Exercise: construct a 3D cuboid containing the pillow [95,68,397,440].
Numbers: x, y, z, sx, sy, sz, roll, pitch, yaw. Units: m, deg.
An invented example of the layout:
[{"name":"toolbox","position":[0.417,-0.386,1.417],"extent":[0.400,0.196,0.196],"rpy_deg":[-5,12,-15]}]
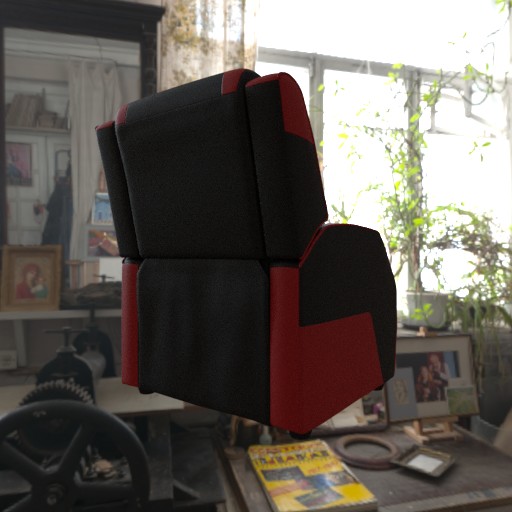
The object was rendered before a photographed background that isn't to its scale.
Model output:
[{"name":"pillow","position":[0.000,0.000,1.295],"extent":[0.620,0.805,0.672],"rpy_deg":[0,0,37]}]
